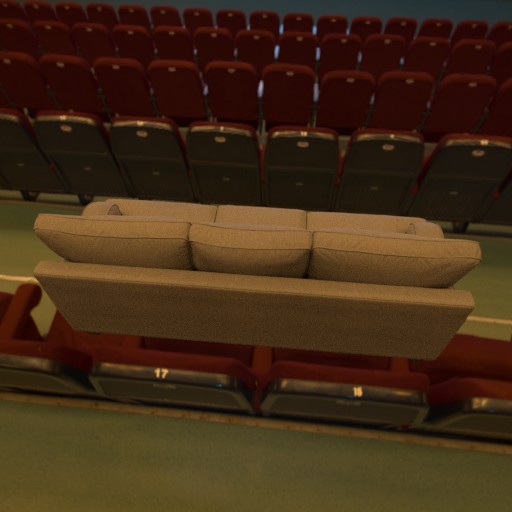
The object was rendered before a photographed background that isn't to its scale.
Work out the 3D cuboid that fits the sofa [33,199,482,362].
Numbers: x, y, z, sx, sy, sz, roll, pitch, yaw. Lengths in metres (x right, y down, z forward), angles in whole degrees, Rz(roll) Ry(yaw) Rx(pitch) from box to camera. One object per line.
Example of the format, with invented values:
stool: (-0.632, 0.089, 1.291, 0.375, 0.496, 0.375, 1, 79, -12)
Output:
sofa: (0.000, 0.000, 2.807, 2.323, 0.991, 1.016, 4, 46, 4)
